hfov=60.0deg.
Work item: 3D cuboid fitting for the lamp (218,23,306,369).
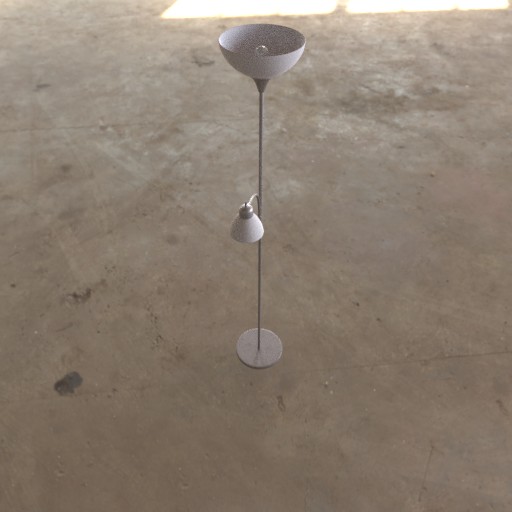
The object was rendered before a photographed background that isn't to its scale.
[{"bbox_3d":[0.000,0.000,1.984,0.279,1.804,0.425,10,47,10],"label":"lamp"}]
